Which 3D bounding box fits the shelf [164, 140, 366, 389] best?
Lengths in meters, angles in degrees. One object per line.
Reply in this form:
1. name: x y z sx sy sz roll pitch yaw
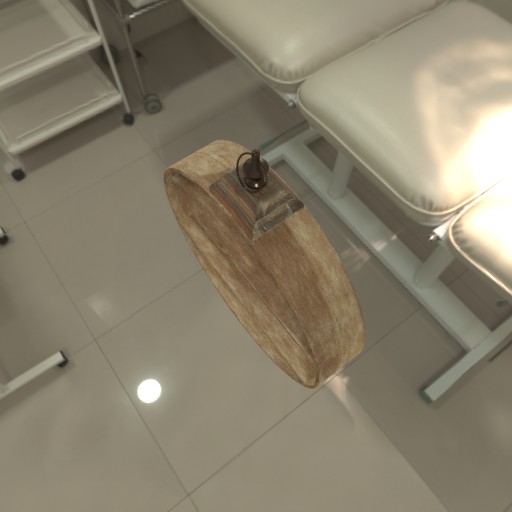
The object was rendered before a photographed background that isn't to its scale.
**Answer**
1. shelf: 0.000 0.000 1.006 0.125 0.725 0.601 -34 68 -15
